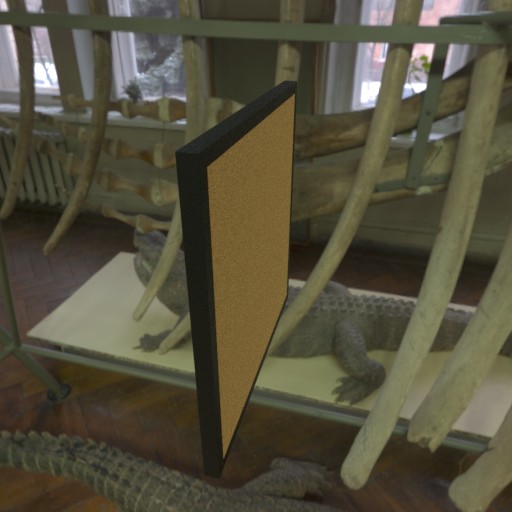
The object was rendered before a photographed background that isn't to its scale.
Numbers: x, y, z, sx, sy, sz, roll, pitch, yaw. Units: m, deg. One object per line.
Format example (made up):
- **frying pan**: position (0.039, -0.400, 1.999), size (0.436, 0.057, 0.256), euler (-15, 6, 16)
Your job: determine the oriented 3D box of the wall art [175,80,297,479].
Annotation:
- **wall art**: position (0.000, 0.000, 1.161), size (0.038, 0.762, 0.762), euler (8, 30, 14)
